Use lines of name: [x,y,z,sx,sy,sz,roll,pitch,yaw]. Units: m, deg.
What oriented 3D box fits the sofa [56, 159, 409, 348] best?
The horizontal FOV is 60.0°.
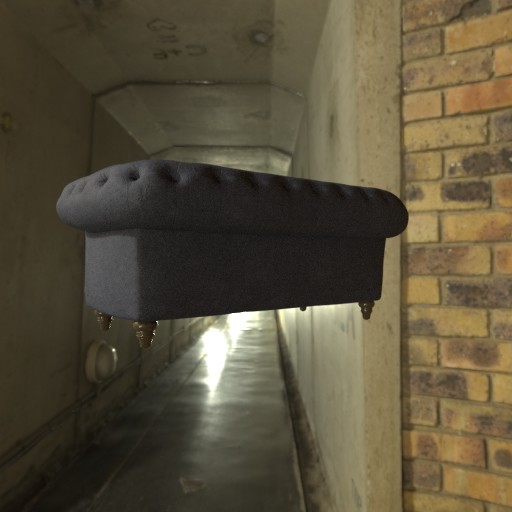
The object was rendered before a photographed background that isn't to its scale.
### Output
sofa: [0.000,0.000,2.592,1.988,0.833,1.082,0,0,-36]
